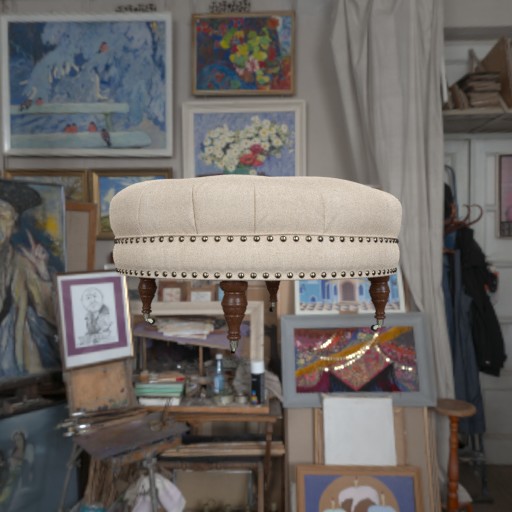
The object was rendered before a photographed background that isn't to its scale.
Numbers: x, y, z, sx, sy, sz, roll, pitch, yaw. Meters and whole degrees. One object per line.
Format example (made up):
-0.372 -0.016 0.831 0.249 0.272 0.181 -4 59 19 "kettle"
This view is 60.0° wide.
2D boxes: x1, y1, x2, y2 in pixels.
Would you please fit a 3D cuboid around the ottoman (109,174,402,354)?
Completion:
0.000 0.000 1.494 0.940 0.483 0.940 0 1 0 "ottoman"
